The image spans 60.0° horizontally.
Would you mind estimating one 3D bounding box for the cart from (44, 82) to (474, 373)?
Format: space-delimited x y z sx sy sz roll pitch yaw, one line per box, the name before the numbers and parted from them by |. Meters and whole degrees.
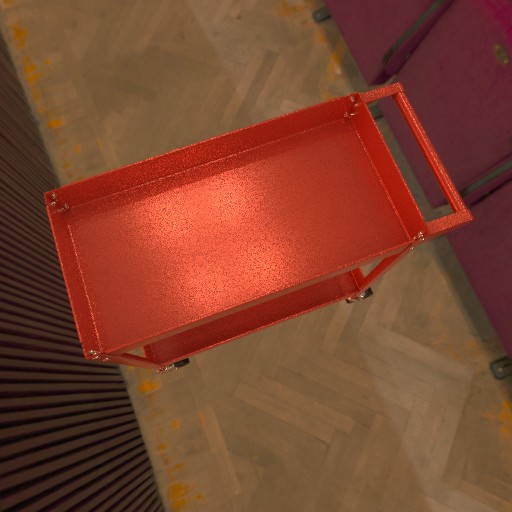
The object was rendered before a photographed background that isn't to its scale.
cart | 0.000 0.000 1.195 0.779 0.719 0.366 -19 75 -6
